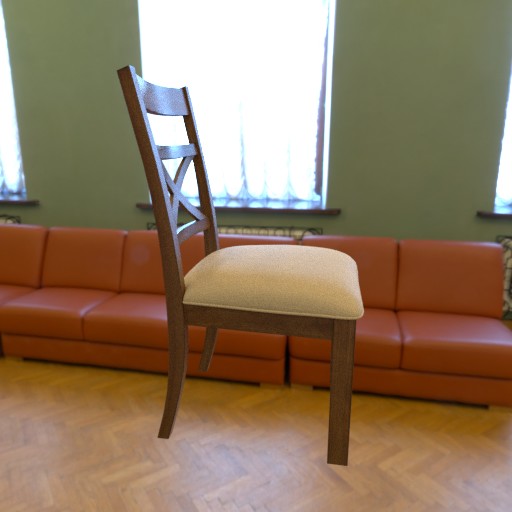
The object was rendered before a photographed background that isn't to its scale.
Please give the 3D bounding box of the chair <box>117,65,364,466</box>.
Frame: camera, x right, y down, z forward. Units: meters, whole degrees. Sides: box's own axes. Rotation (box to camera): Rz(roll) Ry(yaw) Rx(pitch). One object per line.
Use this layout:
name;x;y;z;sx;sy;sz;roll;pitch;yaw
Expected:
chair;0.000;0.000;1.246;0.581;0.949;0.461;3;15;10
